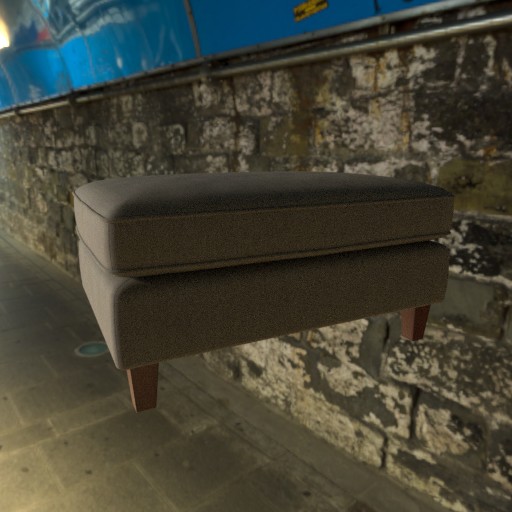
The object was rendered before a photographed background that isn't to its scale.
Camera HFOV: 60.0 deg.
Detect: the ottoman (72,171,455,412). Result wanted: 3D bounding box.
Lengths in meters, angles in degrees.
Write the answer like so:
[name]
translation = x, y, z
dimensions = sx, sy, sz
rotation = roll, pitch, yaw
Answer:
[ottoman]
translation = 0.000, 0.000, 1.300
dimensions = 0.941, 0.480, 0.636
rotation = -7, 15, -26
